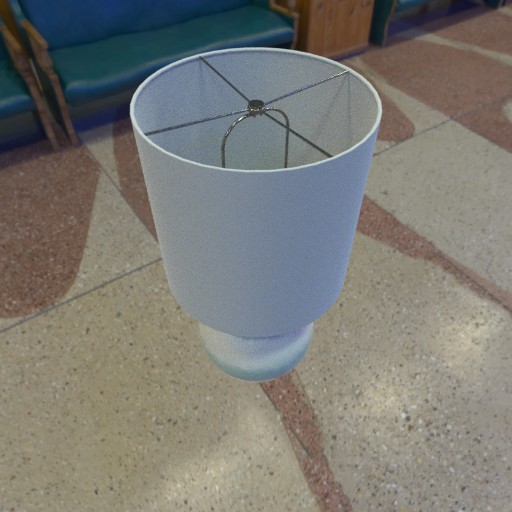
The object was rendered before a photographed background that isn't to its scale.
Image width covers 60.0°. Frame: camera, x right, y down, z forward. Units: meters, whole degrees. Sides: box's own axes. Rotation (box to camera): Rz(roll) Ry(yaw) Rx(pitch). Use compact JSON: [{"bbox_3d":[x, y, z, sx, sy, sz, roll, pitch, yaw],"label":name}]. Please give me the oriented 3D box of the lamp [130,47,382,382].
[{"bbox_3d":[0.000,0.000,0.534,0.217,0.404,0.217,-25,52,-22],"label":"lamp"}]
